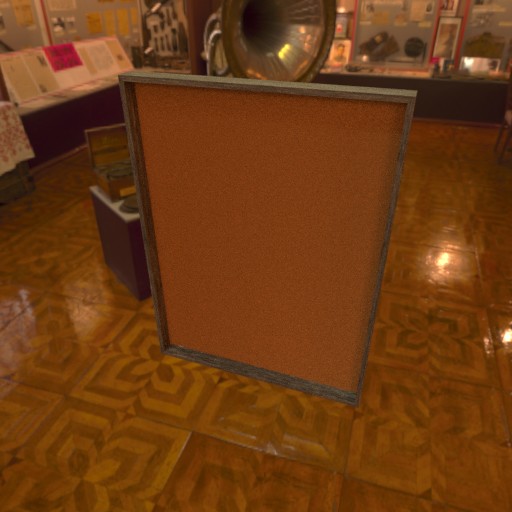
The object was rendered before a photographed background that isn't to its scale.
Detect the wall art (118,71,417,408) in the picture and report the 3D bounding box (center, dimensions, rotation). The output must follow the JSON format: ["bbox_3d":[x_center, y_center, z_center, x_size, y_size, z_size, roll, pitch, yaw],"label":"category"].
[{"bbox_3d":[0.000,0.000,1.367,0.762,1.016,0.063,11,34,17],"label":"wall art"}]
